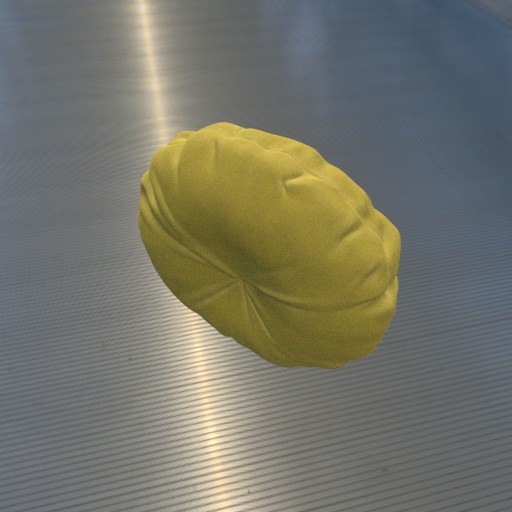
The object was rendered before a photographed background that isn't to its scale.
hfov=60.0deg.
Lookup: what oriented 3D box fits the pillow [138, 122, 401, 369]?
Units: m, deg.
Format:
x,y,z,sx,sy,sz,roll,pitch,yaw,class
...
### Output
x,y,z,sx,sy,sz,roll,pitch,yaw,class
0.000,0.000,0.666,0.428,0.407,0.148,24,50,21,pillow
